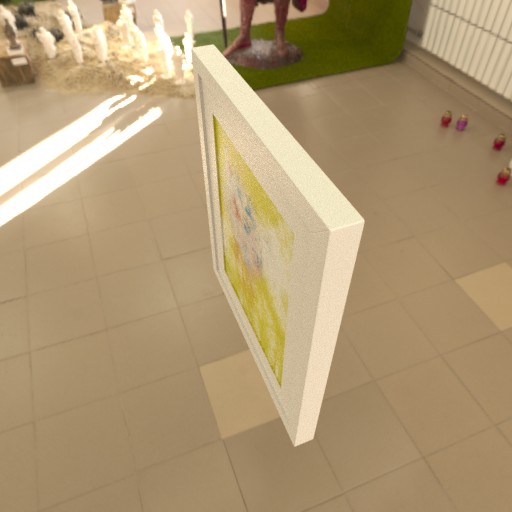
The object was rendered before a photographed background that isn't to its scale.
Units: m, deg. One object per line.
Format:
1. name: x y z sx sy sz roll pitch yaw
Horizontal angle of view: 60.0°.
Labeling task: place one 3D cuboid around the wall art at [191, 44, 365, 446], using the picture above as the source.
1. wall art: 0.000 0.000 0.542 0.028 0.381 0.331 -16 48 -15
